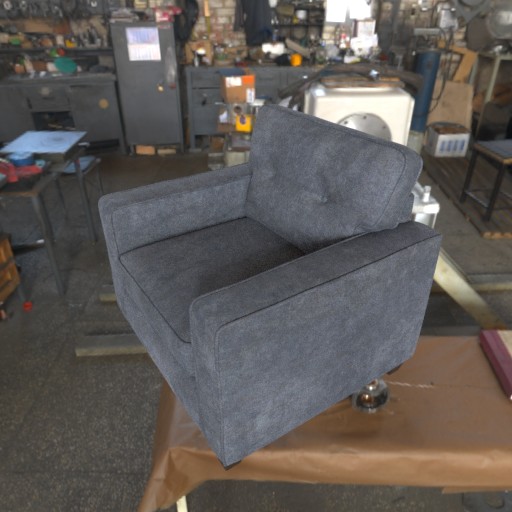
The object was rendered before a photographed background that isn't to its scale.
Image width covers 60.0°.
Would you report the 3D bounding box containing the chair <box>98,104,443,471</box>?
[{"bbox_3d":[0.000,0.000,1.754,0.939,0.965,1.015,-19,36,-28],"label":"chair"}]
